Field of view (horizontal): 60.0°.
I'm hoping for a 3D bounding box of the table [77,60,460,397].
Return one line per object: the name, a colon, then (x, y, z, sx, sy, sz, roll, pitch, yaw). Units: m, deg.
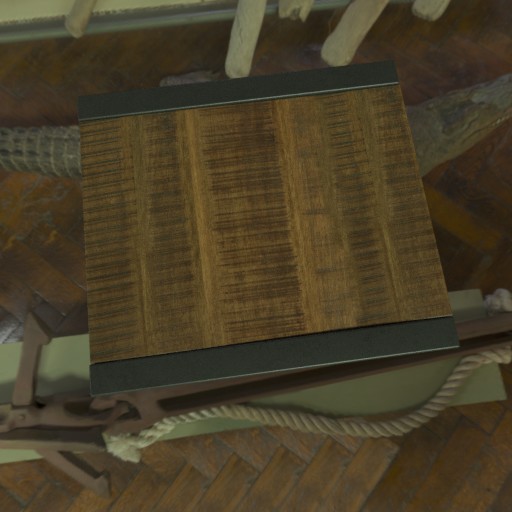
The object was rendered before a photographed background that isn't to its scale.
table: (0.000, 0.000, 0.908, 0.500, 0.550, 0.449, -7, 77, -2)
